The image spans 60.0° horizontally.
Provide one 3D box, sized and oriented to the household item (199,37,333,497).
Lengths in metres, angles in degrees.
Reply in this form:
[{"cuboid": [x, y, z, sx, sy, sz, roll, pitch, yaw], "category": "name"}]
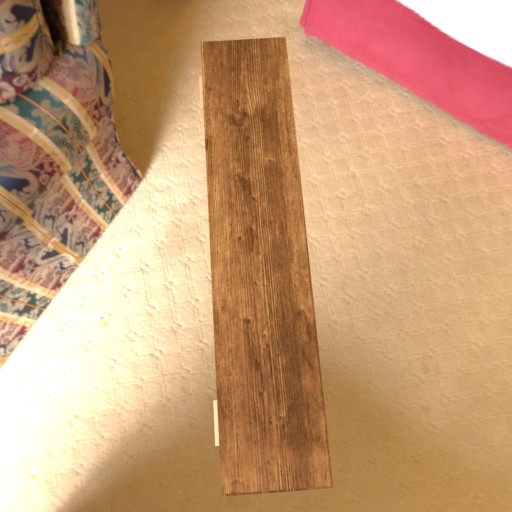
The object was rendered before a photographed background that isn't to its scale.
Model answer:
[{"cuboid": [0.000, 0.000, 2.004, 0.390, 0.615, 1.800, -4, 75, -1], "category": "household item"}]
